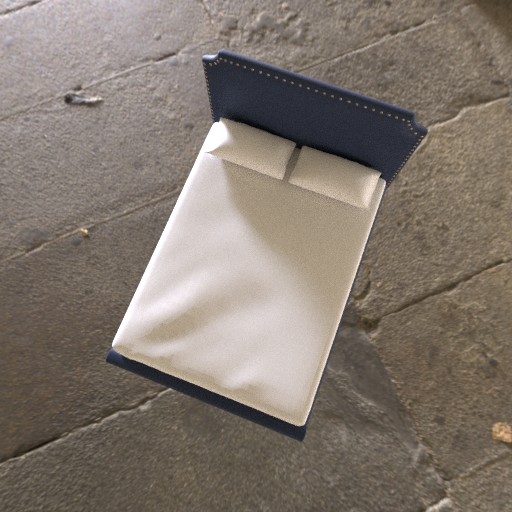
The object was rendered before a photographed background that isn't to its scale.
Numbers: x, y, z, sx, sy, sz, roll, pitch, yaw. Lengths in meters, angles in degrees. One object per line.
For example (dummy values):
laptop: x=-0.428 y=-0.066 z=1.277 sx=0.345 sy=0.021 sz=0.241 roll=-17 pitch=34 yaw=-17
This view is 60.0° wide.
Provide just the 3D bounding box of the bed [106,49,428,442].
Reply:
bed: x=0.000 y=0.000 z=3.483 sx=1.712 sy=1.443 sz=2.372 roll=20 pitch=76 yaw=5
